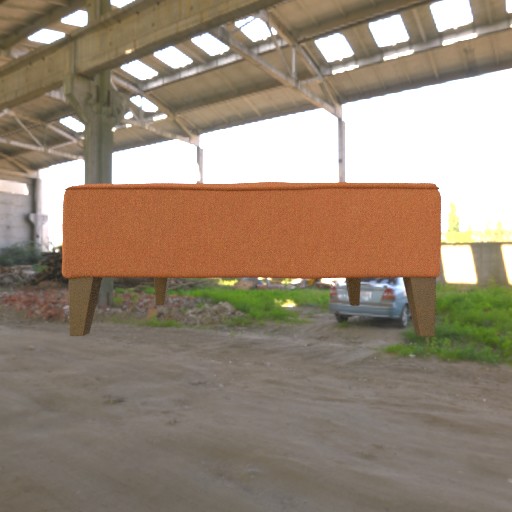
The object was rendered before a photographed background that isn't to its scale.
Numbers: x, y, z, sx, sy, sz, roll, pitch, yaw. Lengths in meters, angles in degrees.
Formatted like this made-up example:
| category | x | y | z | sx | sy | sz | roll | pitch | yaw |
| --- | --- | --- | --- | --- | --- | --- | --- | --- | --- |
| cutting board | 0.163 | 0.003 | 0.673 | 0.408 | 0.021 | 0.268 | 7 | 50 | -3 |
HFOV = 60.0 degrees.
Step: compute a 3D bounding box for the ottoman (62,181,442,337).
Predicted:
| category | x | y | z | sx | sy | sz | roll | pitch | yaw |
| --- | --- | --- | --- | --- | --- | --- | --- | --- | --- |
| ottoman | 0.000 | 0.000 | 1.622 | 0.999 | 0.438 | 0.997 | 0 | -1 | 1 |
